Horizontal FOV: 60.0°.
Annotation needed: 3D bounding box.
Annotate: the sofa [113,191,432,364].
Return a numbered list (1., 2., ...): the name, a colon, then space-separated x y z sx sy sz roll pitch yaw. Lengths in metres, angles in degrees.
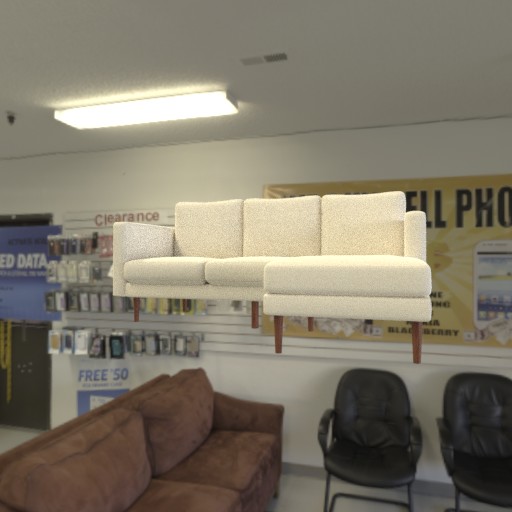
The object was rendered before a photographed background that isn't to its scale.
1. sofa: 0.000 0.000 2.821 2.029 0.899 1.580 0 -1 20
